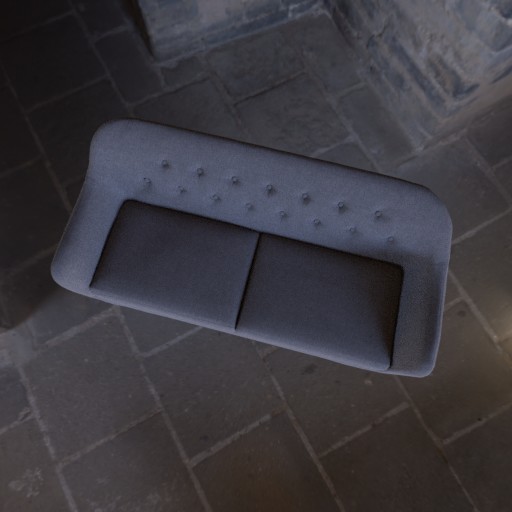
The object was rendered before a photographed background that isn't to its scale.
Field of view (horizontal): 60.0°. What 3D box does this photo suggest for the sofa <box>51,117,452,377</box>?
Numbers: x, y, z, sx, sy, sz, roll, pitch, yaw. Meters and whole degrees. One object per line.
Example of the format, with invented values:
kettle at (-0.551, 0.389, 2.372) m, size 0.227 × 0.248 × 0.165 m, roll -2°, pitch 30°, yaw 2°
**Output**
sofa at (0.000, 0.000, 2.273) m, size 1.840 × 0.820 × 0.820 m, roll 14°, pitch 75°, yaw 4°
